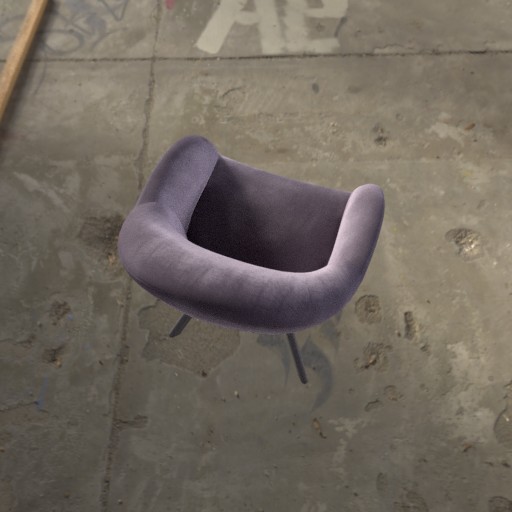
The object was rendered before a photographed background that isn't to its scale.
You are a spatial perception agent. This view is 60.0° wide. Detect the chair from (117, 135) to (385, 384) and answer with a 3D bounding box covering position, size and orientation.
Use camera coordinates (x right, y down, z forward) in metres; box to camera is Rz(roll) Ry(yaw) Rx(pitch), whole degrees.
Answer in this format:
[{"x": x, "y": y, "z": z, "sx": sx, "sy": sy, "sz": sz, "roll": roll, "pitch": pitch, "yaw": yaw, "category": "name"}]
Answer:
[{"x": 0.000, "y": 0.000, "z": 1.191, "sx": 0.550, "sy": 0.795, "sz": 0.590, "roll": 17, "pitch": 66, "yaw": 8, "category": "chair"}]
